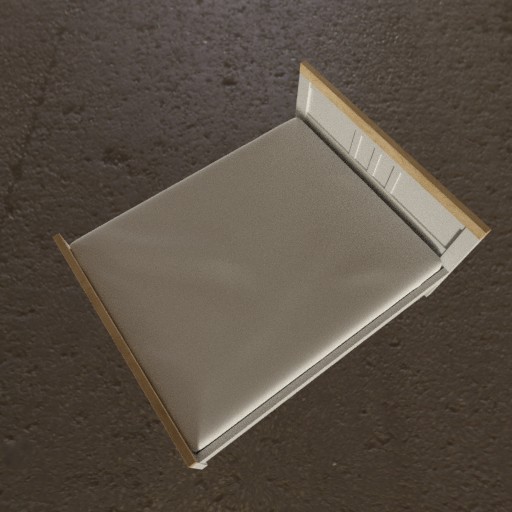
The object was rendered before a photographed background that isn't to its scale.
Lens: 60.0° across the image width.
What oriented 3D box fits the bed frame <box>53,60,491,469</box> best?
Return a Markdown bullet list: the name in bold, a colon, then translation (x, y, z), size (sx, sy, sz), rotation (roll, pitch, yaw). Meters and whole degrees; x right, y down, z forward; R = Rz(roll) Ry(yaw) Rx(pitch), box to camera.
- **bed frame**: translation (0.000, 0.000, 2.951), size (2.050, 0.980, 1.670), rotation (-33, 68, -15)
